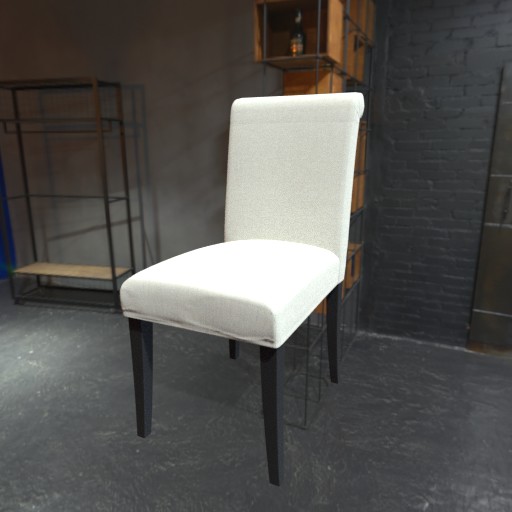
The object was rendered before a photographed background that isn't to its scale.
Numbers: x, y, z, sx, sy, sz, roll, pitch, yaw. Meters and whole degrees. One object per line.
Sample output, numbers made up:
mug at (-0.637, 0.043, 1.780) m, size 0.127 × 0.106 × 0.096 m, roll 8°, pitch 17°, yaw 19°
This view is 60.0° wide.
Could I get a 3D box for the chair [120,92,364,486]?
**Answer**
chair at (0.000, 0.000, 1.348) m, size 0.452 × 0.976 × 0.708 m, roll 7°, pitch 16°, yaw 25°
